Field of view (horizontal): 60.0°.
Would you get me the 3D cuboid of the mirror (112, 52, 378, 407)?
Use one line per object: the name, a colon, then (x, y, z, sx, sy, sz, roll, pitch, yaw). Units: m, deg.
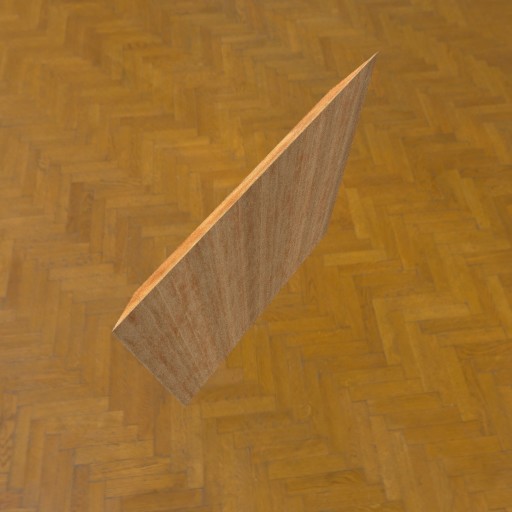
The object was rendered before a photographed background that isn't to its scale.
mirror: (0.000, 0.000, 0.969, 0.047, 0.651, 0.651, 35, 68, 16)
